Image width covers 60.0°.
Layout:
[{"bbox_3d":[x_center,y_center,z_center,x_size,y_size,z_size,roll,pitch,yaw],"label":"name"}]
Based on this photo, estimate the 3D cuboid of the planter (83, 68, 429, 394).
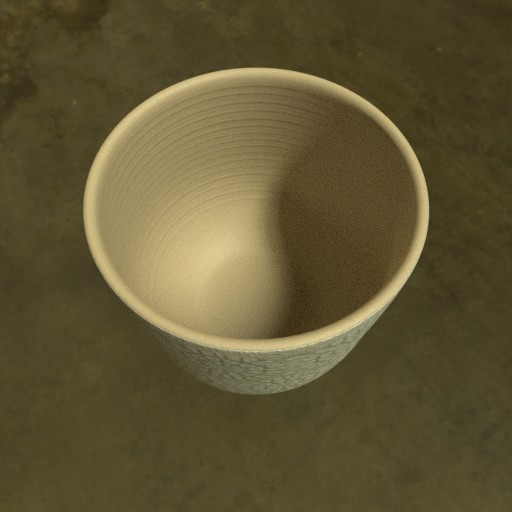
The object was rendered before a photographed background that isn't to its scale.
[{"bbox_3d":[0.000,0.000,0.286,0.169,0.153,0.169,0,62,0],"label":"planter"}]
